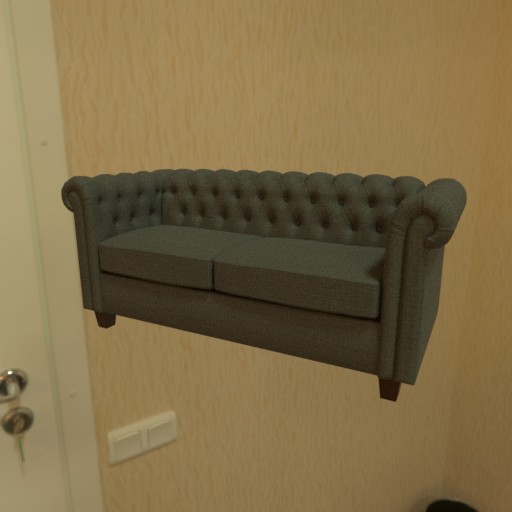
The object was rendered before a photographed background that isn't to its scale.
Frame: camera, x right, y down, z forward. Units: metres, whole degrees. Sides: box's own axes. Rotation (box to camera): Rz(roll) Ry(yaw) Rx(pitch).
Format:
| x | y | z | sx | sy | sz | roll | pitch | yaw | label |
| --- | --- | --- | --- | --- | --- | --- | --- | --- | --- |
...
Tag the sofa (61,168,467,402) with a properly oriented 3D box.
| x | y | z | sx | sy | sz | roll | pitch | yaw | label |
| --- | --- | --- | --- | --- | --- | --- | --- | --- | --- |
| 0.000 | 0.000 | 2.191 | 1.798 | 0.797 | 0.783 | 7 | 16 | 26 | sofa |
